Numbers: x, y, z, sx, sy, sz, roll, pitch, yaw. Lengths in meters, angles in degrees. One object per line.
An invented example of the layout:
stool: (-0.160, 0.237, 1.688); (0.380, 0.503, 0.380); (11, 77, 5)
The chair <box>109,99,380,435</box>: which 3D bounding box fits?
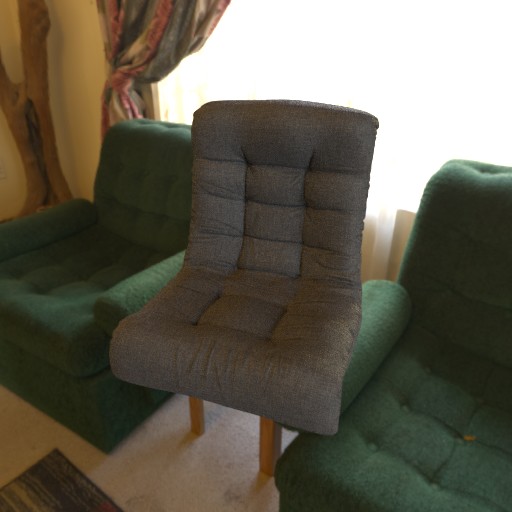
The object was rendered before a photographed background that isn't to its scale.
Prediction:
chair: (0.000, 0.000, 1.221); (0.597, 0.749, 0.668); (9, 28, 16)
